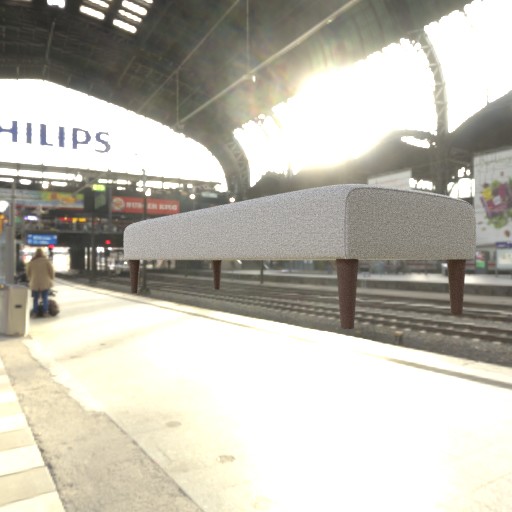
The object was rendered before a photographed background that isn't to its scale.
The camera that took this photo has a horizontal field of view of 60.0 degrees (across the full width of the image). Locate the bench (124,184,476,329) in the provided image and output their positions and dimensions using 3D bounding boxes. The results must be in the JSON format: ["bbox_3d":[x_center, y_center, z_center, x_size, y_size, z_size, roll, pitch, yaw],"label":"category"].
[{"bbox_3d":[0.000,0.000,1.884,0.631,0.383,1.598,0,-1,-36],"label":"bench"}]
